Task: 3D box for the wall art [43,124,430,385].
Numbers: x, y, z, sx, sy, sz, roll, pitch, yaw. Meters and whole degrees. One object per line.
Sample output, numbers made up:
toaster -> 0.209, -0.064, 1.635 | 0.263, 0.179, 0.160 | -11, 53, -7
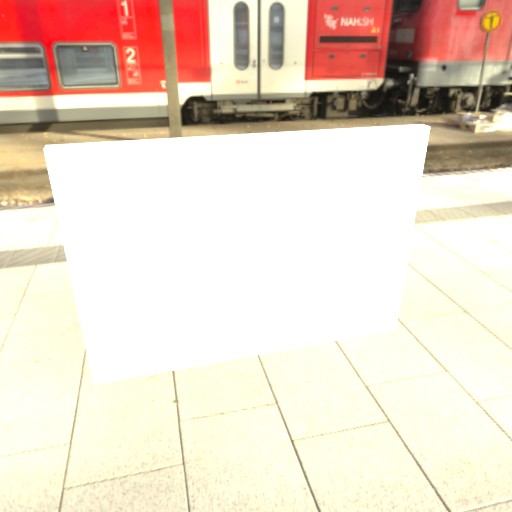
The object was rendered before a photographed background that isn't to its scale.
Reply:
wall art -> 0.000, 0.000, 1.679 | 1.308, 0.902, 0.051 | -7, 27, -14
